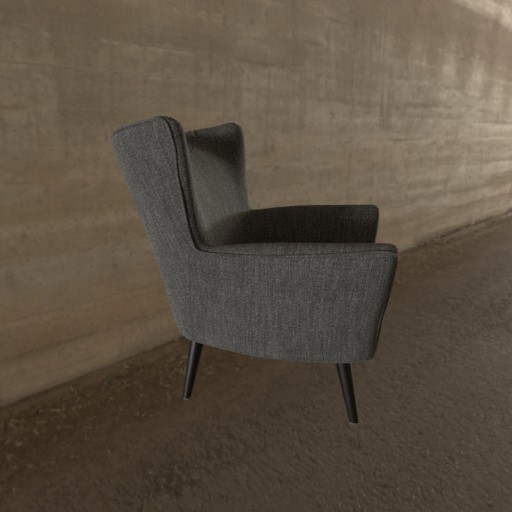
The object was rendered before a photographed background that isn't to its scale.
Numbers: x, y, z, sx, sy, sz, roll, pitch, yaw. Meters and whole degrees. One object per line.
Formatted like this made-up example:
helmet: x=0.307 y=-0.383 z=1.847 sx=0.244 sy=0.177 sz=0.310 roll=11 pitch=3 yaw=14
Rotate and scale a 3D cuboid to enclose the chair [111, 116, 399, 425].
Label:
chair: x=0.000 y=0.000 z=1.583 sx=0.888 sy=0.933 sz=0.781 roll=3 pitch=16 yaw=10
